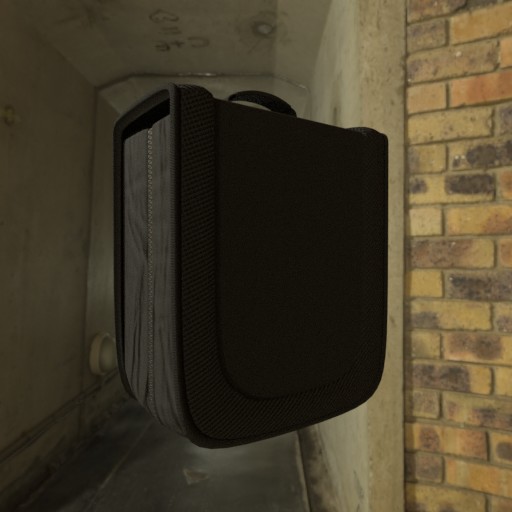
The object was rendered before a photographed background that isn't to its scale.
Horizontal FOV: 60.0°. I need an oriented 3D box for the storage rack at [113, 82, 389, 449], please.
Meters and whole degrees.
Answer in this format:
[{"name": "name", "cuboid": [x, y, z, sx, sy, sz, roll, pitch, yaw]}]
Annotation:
[{"name": "storage rack", "cuboid": [0.000, 0.000, 0.539, 0.297, 0.387, 0.168, -1, 1, -36]}]
